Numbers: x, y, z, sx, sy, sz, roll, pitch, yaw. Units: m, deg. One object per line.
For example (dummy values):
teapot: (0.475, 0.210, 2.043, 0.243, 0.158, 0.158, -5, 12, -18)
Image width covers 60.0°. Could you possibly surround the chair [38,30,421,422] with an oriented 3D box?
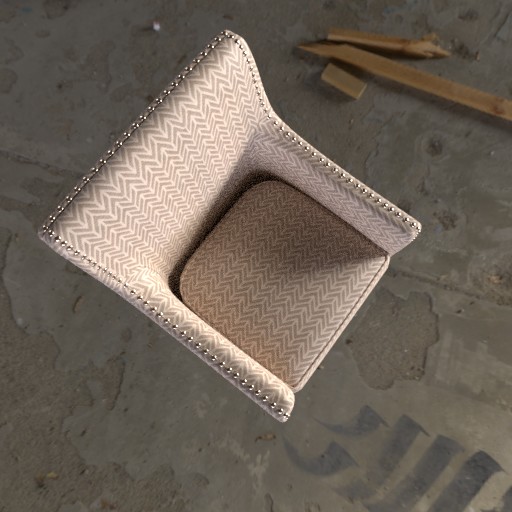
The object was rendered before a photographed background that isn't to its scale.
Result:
chair: (0.000, 0.000, 1.261, 0.651, 0.816, 0.623, 37, 79, 8)
